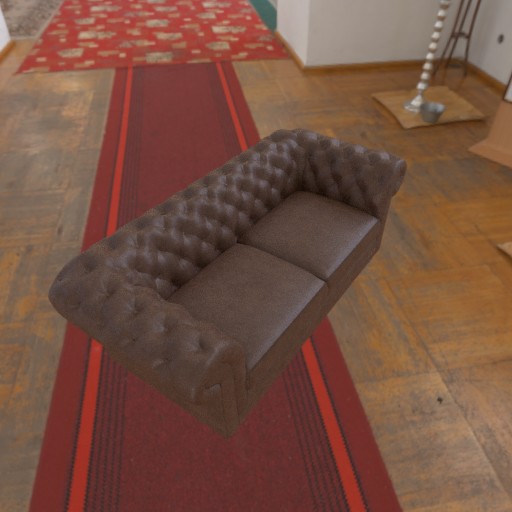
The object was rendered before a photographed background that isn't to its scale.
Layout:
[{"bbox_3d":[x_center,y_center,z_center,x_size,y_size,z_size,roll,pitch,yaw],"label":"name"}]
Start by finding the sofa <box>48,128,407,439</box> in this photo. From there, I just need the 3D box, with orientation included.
[{"bbox_3d":[0.000,0.000,2.552,0.955,0.784,2.048,24,45,26],"label":"sofa"}]
